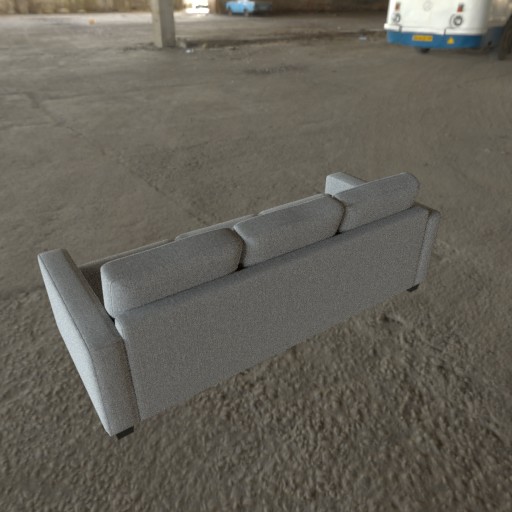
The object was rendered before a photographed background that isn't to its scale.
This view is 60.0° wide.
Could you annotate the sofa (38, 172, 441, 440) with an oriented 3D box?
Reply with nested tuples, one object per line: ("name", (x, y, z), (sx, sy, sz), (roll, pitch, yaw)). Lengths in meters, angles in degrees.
("sofa", (0.000, 0.000, 2.535), (2.120, 0.800, 0.900), (-19, 36, -29))
